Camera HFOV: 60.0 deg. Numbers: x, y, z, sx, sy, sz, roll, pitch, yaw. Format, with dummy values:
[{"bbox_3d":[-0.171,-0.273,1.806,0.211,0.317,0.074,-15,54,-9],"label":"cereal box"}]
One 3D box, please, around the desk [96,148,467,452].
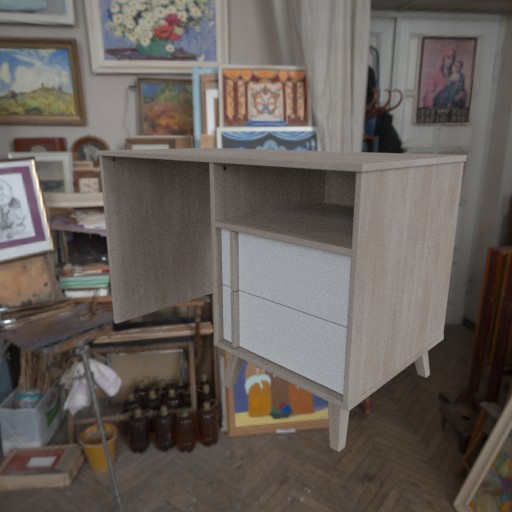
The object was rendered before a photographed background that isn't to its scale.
[{"bbox_3d":[0.000,0.000,1.696,1.251,0.770,0.600,15,21,43],"label":"desk"}]
